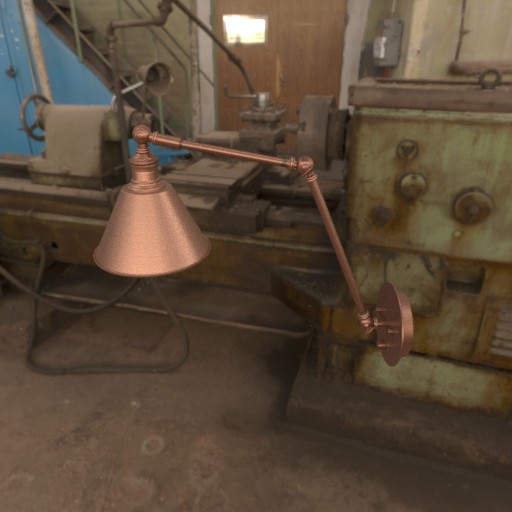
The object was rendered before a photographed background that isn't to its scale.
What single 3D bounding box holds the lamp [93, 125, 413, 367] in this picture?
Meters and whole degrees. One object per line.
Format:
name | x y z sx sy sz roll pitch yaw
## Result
lamp | 0.000 0.000 0.877 0.624 0.502 0.223 0 26 0
